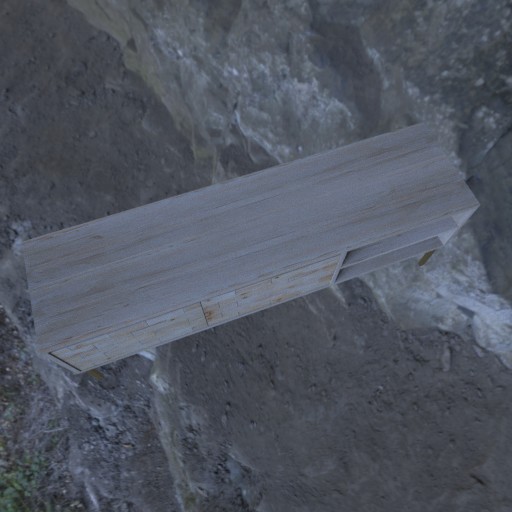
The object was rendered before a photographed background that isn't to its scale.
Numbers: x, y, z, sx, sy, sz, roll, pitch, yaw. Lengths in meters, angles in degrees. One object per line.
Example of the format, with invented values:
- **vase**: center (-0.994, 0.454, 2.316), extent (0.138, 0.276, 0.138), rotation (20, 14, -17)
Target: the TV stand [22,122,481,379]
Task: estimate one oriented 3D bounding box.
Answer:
- **TV stand**: center (0.000, 0.000, 1.839), extent (1.600, 0.550, 0.420), rotation (-18, 66, -9)
